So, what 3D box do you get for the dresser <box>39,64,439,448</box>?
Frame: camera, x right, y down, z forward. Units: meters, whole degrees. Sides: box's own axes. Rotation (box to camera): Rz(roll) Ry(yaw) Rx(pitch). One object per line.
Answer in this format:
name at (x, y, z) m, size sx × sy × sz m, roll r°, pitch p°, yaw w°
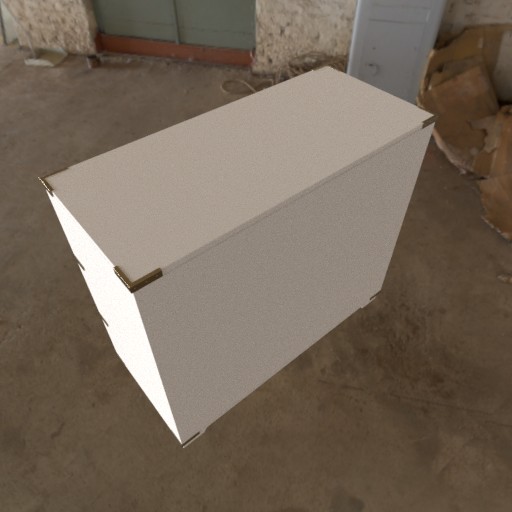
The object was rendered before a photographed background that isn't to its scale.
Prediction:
dresser at (0.000, 0.000, 1.528) m, size 1.022 × 0.891 × 0.460 m, roll -31°, pitch 54°, yaw -26°
